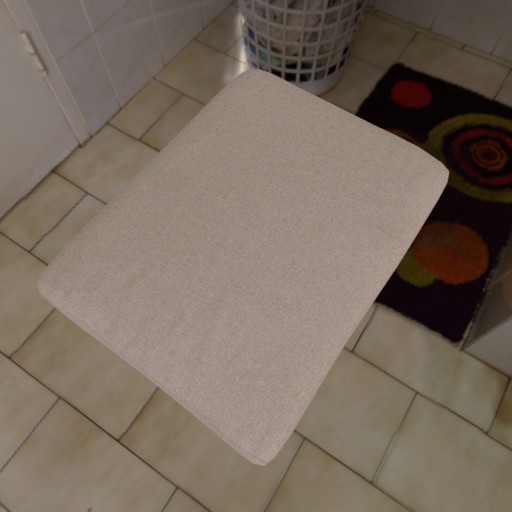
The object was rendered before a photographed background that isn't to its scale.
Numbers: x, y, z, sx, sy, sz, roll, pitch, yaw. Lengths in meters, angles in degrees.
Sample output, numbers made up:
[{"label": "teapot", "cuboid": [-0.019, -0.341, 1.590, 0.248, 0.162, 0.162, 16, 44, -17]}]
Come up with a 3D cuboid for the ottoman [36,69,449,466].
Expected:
[{"label": "ottoman", "cuboid": [0.000, 0.000, 1.284, 0.692, 0.511, 0.902, 32, 68, 15]}]
